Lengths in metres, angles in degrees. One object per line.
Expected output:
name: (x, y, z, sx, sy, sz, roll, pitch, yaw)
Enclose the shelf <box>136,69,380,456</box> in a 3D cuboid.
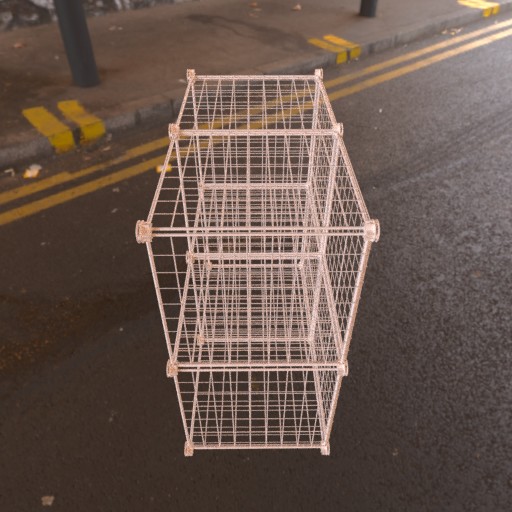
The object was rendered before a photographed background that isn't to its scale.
shelf: (0.000, 0.000, 1.139, 0.356, 0.711, 0.711, 0, 41, 0)
